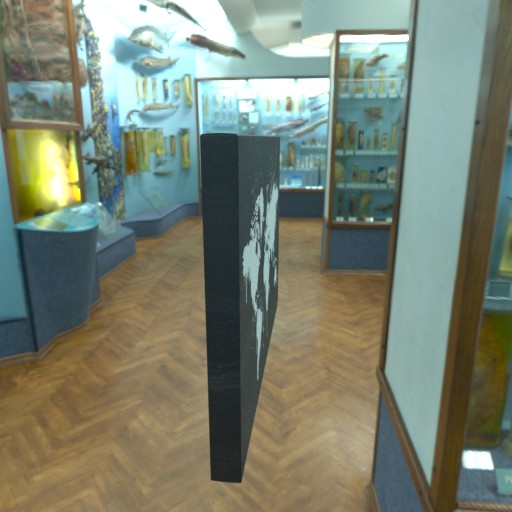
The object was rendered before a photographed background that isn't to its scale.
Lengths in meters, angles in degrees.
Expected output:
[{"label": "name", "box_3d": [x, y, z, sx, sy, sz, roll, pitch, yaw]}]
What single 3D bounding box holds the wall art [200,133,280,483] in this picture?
[{"label": "wall art", "box_3d": [0.000, 0.000, 0.776, 0.038, 0.409, 0.610, 2, 15, 7]}]
